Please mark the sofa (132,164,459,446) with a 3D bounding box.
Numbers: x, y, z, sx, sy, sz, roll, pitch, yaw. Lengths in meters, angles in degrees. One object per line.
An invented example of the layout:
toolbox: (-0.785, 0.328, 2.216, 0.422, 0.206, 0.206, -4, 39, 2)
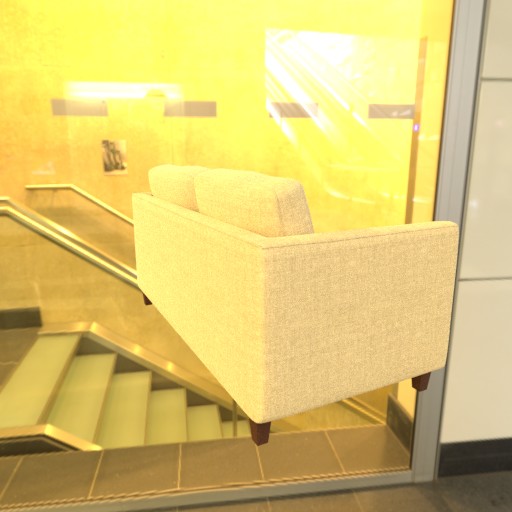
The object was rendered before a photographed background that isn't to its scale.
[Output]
sofa: (0.000, 0.000, 2.431, 0.950, 0.963, 1.884, -7, 15, -26)
